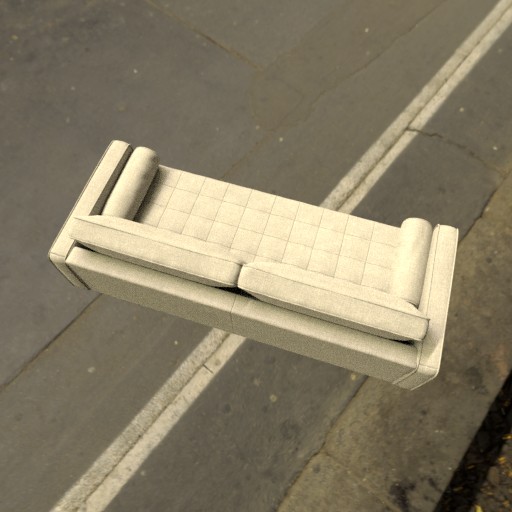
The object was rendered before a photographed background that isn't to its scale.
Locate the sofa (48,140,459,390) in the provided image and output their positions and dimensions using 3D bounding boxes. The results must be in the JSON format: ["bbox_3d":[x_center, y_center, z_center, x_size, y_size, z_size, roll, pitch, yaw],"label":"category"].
[{"bbox_3d":[0.000,0.000,2.687,2.211,0.762,0.914,16,65,7],"label":"sofa"}]
